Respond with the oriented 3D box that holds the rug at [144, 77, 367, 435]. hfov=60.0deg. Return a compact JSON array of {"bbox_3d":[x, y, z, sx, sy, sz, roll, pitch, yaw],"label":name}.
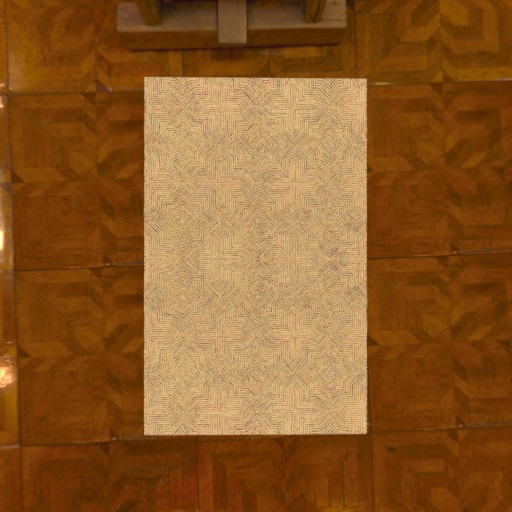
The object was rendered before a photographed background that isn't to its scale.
[{"bbox_3d":[0.000,0.000,3.017,1.519,0.007,2.428,0,90,-1],"label":"rug"}]
